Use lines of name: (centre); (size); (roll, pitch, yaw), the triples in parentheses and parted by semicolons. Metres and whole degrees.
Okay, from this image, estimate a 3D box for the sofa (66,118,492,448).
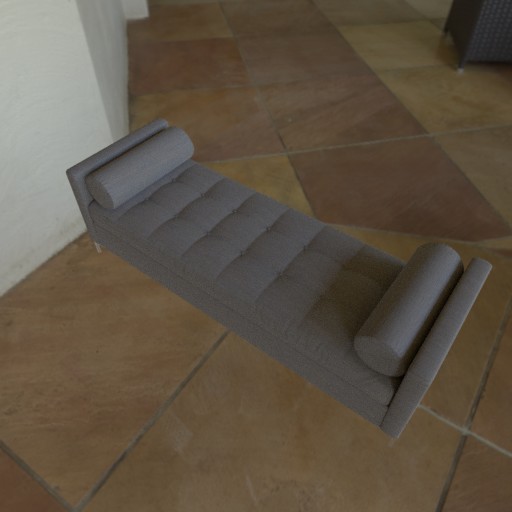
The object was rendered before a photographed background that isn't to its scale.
sofa: (0.000, 0.000, 2.290); (1.981, 0.635, 0.686); (29, 53, 24)
